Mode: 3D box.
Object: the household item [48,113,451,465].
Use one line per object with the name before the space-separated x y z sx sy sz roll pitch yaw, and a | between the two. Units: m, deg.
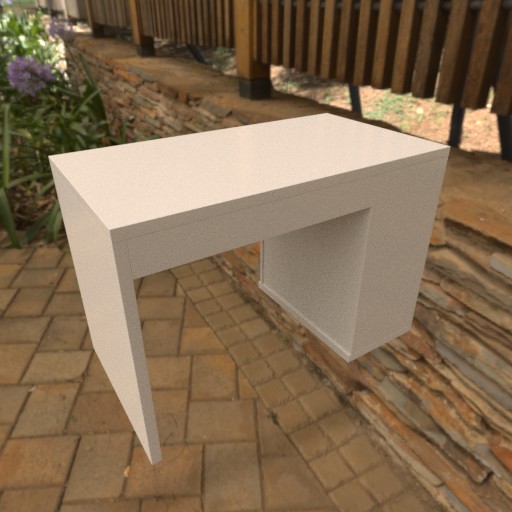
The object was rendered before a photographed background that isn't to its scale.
household item | 0.000 0.000 1.560 1.100 0.749 0.597 -18 34 -28
